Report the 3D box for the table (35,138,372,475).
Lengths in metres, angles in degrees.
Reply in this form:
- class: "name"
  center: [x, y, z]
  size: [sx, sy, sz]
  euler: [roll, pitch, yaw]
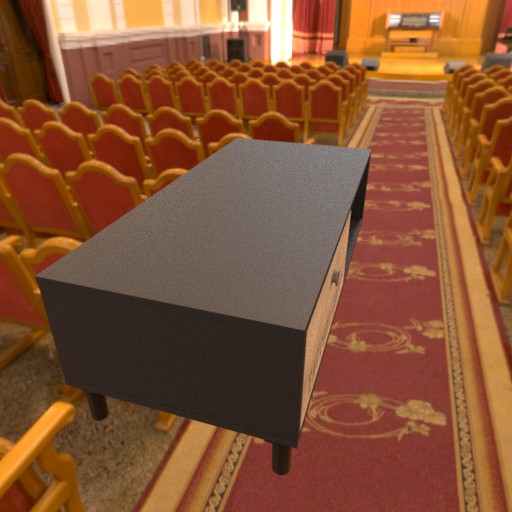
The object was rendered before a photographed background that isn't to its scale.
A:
- class: "table"
  center: [0.000, 0.000, 1.326]
  size: [0.550, 0.400, 1.100]
  euler: [9, 30, 16]
